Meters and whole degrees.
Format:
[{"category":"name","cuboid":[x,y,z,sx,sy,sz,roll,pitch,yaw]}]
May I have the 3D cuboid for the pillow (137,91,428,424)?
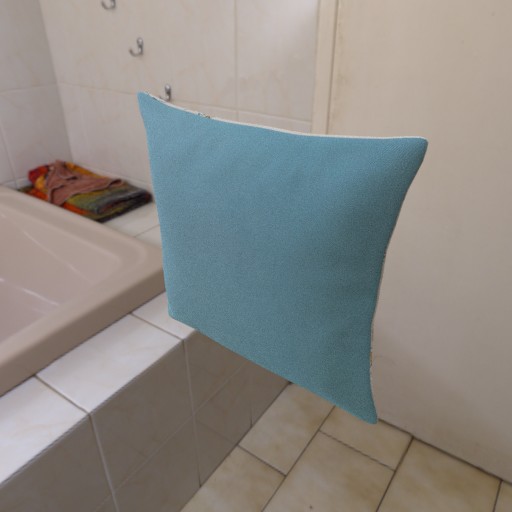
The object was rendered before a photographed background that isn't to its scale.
[{"category":"pillow","cuboid":[0.000,0.000,0.788,0.526,0.507,0.166,21,36,32]}]
